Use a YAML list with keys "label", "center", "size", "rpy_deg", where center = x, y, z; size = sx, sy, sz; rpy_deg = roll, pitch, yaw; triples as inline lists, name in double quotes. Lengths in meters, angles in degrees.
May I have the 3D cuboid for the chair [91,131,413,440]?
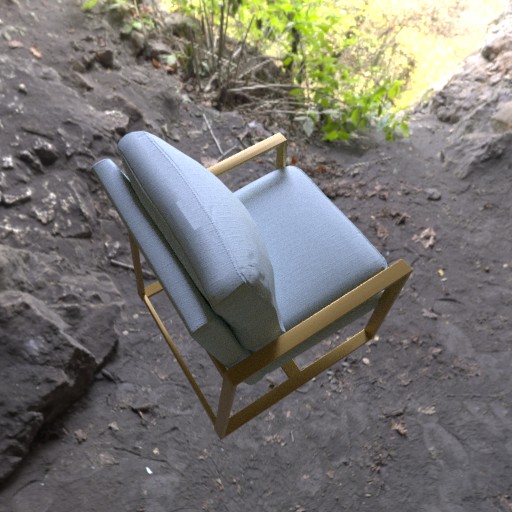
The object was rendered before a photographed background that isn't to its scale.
- label: "chair"
  center: [0.000, 0.000, 1.587]
  size: [0.813, 0.956, 0.758]
  rpy_deg: [-28, 62, -17]
